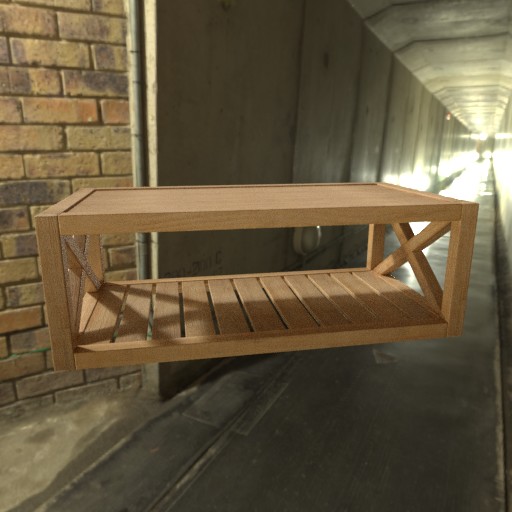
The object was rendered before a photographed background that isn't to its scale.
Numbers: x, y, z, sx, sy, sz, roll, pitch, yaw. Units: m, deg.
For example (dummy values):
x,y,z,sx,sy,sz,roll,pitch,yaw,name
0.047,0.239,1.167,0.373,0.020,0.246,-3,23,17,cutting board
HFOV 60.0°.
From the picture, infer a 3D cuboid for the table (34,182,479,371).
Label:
x,y,z,sx,sy,sz,roll,pitch,yaw,name
0.000,0.000,1.651,1.321,0.457,0.660,-3,15,-10,table
